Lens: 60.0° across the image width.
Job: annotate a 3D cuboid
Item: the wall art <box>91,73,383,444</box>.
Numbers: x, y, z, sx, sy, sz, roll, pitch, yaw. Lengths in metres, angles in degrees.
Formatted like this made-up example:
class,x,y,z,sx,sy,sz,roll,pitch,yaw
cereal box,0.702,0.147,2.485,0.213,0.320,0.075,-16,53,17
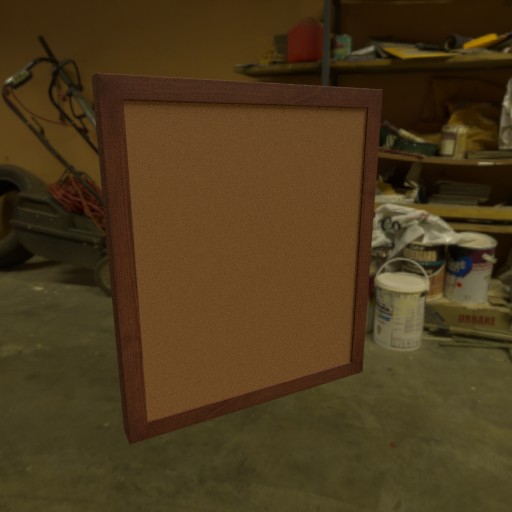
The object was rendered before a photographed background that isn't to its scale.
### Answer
class,x,y,z,sx,sy,sz,roll,pitch,yaw
wall art,0.000,0.000,0.524,0.330,0.381,0.030,-8,17,-27
